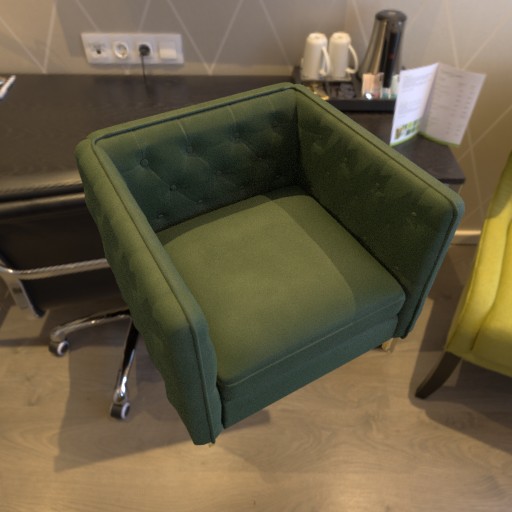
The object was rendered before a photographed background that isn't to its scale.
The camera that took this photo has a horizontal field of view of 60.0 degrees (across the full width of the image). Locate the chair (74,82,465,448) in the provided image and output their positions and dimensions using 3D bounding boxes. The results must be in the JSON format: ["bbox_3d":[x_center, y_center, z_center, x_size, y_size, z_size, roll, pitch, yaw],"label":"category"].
[{"bbox_3d":[0.000,0.000,1.554,0.917,0.768,0.855,-22,50,-20],"label":"chair"}]
